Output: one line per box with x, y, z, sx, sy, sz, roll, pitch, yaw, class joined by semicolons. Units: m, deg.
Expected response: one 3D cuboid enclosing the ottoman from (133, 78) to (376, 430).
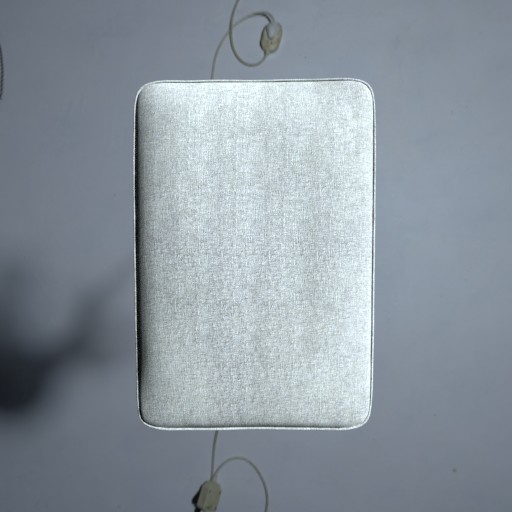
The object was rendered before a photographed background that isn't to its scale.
0.000;0.000;1.179;0.561;0.457;0.813;0;91;2;ottoman
